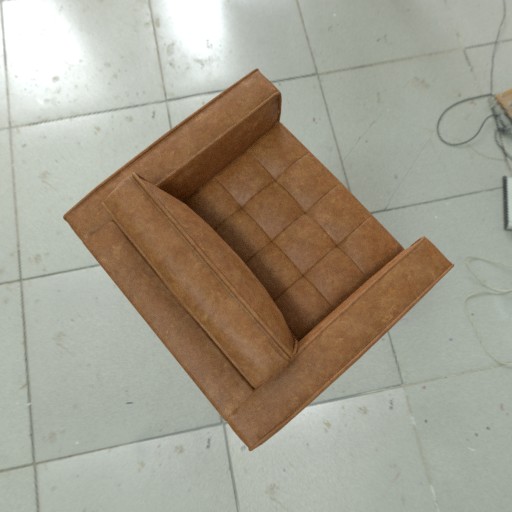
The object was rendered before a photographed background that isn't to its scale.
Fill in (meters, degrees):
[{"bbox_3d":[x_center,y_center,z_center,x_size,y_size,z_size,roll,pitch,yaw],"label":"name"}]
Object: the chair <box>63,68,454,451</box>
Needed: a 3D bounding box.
[{"bbox_3d":[0.000,0.000,1.500,0.798,0.767,0.928,-40,79,-9],"label":"chair"}]
